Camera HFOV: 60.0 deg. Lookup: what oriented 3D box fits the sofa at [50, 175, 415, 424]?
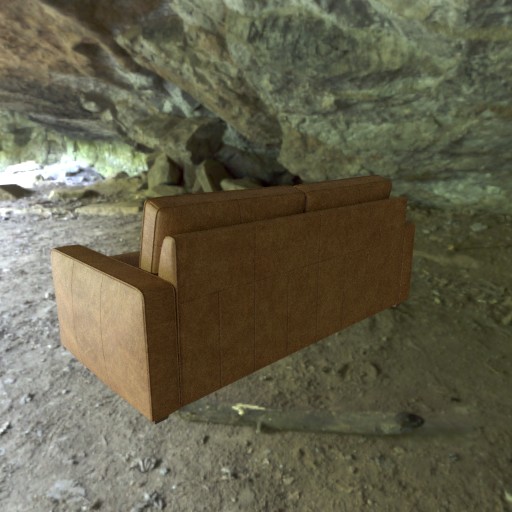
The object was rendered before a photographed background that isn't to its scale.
[{"bbox_3d":[0.000,0.000,2.726,2.156,0.928,0.991,-14,20,-42],"label":"sofa"}]
